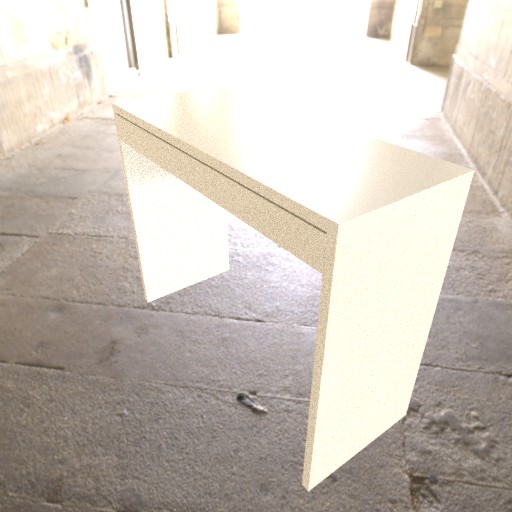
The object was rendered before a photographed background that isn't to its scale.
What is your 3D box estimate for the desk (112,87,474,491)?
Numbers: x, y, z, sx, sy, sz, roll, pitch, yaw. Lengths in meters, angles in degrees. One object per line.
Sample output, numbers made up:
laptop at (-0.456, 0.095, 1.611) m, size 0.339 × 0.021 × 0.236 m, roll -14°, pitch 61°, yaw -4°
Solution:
desk at (0.000, 0.000, 1.380) m, size 0.400 × 0.790 × 1.000 m, roll -22°, pitch 38°, yaw -30°
